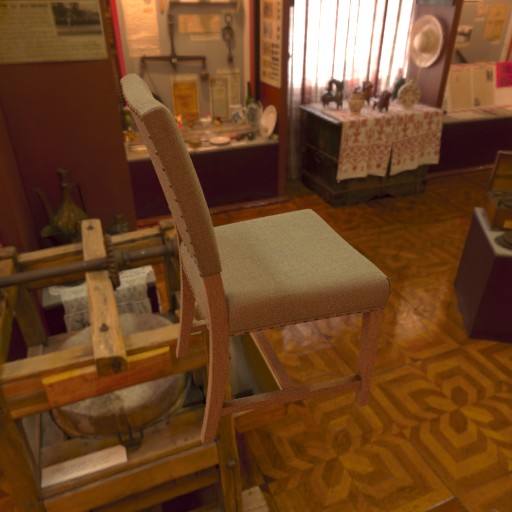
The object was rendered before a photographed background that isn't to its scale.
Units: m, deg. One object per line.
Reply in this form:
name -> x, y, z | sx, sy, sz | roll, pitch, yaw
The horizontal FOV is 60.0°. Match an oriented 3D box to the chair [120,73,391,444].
chair -> 0.000, 0.000, 1.321 | 0.622, 0.986, 0.508 | -10, 32, -17
